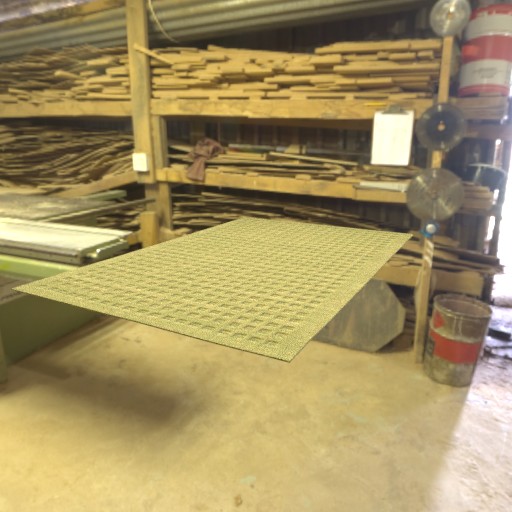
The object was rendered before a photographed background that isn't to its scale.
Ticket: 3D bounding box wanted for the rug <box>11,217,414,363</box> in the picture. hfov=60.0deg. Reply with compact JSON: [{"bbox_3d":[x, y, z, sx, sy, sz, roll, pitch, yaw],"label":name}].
[{"bbox_3d":[0.000,0.000,2.823,1.529,0.007,2.297,8,17,28],"label":"rug"}]
